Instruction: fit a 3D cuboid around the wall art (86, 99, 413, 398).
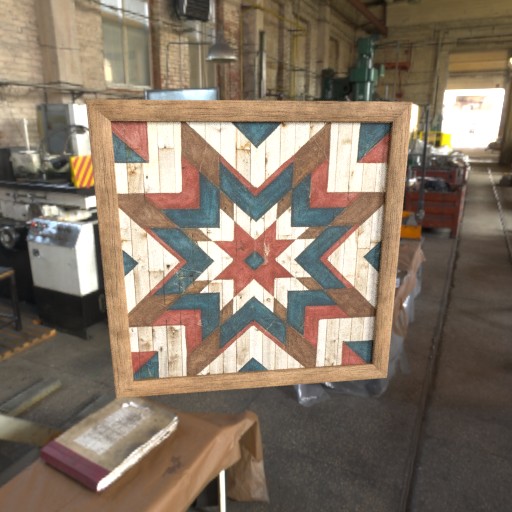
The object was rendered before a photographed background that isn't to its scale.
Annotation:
[{"bbox_3d":[0.000,0.000,1.044,0.695,0.691,0.029,-2,16,-7],"label":"wall art"}]
